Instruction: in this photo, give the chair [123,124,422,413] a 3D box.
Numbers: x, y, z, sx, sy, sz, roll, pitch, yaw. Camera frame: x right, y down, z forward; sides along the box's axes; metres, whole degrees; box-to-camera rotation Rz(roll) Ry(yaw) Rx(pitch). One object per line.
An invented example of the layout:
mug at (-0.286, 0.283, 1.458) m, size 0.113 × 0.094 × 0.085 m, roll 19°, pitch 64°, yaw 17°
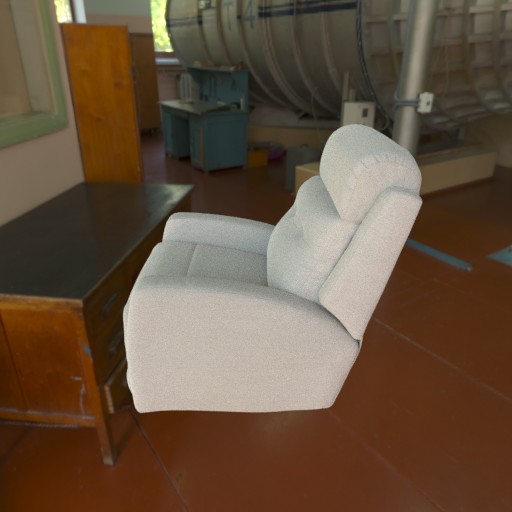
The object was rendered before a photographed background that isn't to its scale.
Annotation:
chair at (0.000, 0.000, 1.815) m, size 1.043 × 1.013 × 0.798 m, roll 0°, pitch 25°, yaw 0°
